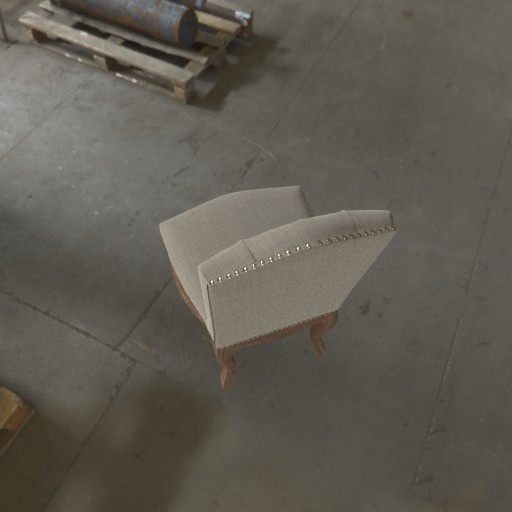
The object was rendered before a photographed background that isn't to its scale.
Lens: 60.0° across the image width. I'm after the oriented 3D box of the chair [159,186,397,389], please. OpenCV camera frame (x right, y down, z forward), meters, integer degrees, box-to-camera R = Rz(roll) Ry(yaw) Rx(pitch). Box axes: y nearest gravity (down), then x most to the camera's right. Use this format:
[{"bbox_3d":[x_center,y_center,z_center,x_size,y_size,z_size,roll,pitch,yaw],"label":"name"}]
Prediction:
[{"bbox_3d":[0.000,0.000,1.646,0.637,1.191,0.731,-17,60,-10],"label":"chair"}]
